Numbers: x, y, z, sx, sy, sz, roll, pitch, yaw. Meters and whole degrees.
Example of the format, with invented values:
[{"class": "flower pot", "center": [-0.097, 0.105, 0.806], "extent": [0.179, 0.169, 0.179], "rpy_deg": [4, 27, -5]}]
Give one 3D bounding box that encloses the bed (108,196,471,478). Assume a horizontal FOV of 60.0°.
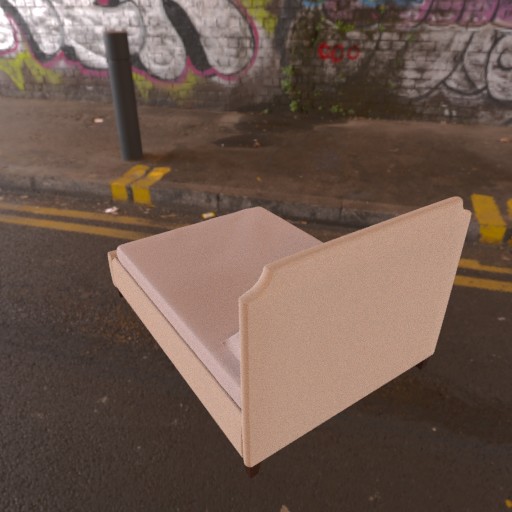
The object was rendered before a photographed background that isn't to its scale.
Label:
[{"class": "bed", "center": [0.000, 0.000, 3.474], "extent": [1.712, 1.443, 2.372], "rpy_deg": [-19, 35, -29]}]
